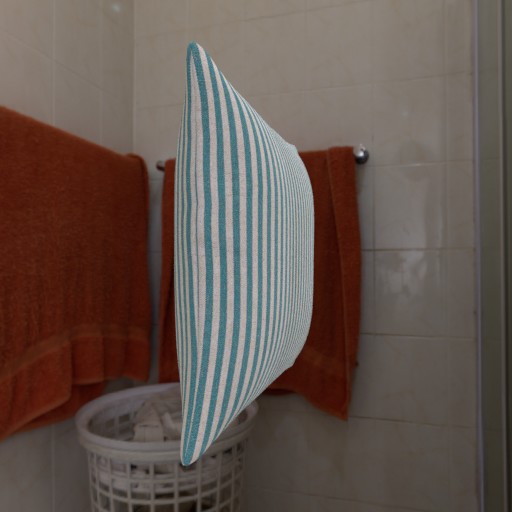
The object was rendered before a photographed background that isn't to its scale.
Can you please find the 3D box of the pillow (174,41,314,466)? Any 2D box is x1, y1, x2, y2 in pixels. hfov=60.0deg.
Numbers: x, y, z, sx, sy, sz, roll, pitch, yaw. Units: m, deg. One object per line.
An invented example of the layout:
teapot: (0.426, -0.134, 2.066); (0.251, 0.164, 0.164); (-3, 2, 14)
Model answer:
pillow: (0.000, 0.000, 0.776); (0.166, 0.510, 0.523); (0, -1, 18)
